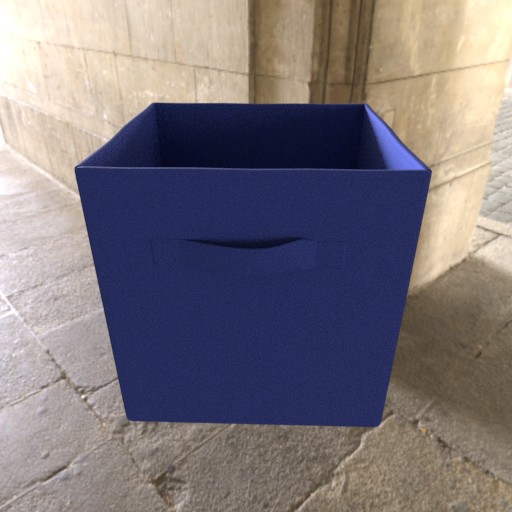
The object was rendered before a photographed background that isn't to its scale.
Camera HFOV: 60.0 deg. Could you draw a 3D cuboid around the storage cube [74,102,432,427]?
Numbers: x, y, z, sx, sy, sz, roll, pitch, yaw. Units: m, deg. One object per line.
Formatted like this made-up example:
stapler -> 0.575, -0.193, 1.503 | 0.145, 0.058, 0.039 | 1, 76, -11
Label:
storage cube -> 0.000, 0.000, 0.496 | 0.270, 0.280, 0.270 | 1, 30, 1
